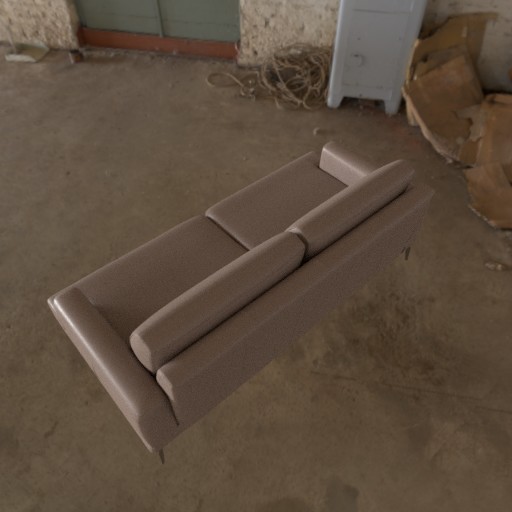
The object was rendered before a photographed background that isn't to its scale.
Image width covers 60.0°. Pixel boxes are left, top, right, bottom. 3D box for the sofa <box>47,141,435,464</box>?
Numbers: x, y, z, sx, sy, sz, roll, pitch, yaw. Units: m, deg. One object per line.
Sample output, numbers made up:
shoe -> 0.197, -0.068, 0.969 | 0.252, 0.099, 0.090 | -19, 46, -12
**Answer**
sofa -> 0.000, 0.000, 2.363 | 1.940, 0.765, 0.974 | -33, 56, -27
